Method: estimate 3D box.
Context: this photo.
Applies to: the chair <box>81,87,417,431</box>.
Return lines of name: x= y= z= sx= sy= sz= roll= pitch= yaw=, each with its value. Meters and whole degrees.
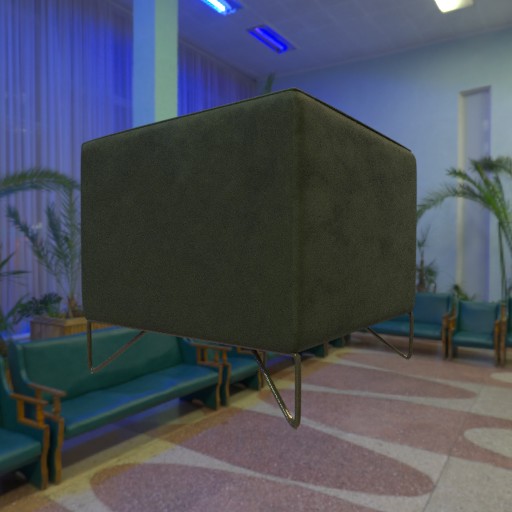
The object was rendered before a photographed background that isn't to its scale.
chair: x=0.000 y=0.000 z=1.593 sx=0.894 sy=0.790 sz=0.880 roll=1 pitch=1 yaw=37
